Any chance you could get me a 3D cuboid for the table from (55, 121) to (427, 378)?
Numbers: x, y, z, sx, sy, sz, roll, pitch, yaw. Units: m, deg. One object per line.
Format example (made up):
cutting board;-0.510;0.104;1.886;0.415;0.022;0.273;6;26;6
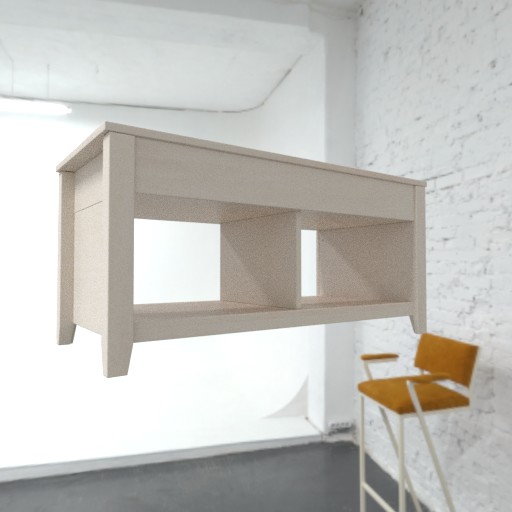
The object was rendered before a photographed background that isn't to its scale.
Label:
table;0.000;0.000;1.306;1.016;0.483;0.457;1;-2;-35
